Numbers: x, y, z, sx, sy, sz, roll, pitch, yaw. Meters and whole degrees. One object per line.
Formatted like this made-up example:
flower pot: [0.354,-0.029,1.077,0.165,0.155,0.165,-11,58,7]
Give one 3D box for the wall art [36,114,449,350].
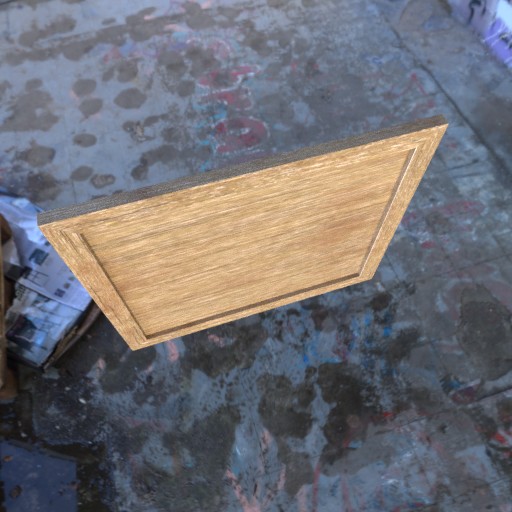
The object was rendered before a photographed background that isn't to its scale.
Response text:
wall art: [0.000,0.000,0.971,0.690,0.588,0.026,-16,61,-9]
